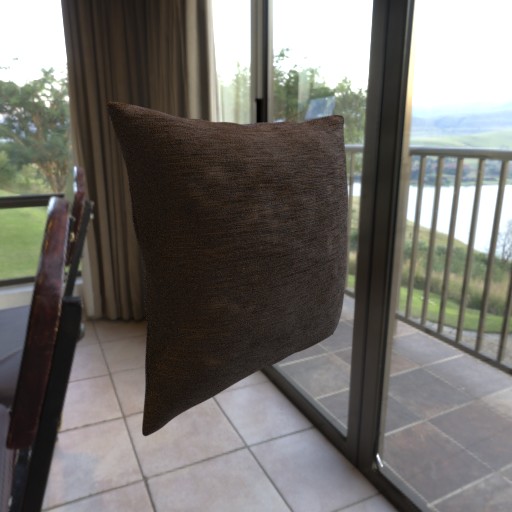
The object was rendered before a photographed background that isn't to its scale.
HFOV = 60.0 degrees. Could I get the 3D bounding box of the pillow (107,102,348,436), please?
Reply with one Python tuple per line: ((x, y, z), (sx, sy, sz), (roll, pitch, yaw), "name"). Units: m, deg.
((0.000, 0.000, 0.695), (0.452, 0.439, 0.204), (-15, 21, -43), "pillow")
